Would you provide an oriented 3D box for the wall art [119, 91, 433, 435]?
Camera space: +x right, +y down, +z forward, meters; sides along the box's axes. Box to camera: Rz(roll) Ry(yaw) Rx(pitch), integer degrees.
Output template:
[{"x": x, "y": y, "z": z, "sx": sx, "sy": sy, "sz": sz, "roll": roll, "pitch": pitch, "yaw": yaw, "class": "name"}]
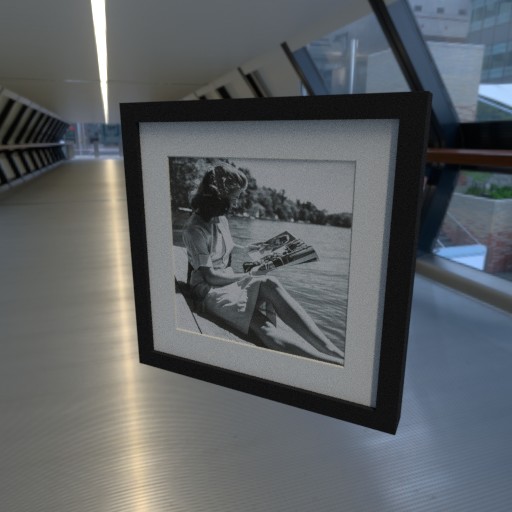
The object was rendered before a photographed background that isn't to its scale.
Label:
[{"x": 0.000, "y": 0.000, "z": 0.456, "sx": 0.308, "sy": 0.305, "sz": 0.030, "roll": 8, "pitch": 17, "yaw": 25, "class": "wall art"}]
